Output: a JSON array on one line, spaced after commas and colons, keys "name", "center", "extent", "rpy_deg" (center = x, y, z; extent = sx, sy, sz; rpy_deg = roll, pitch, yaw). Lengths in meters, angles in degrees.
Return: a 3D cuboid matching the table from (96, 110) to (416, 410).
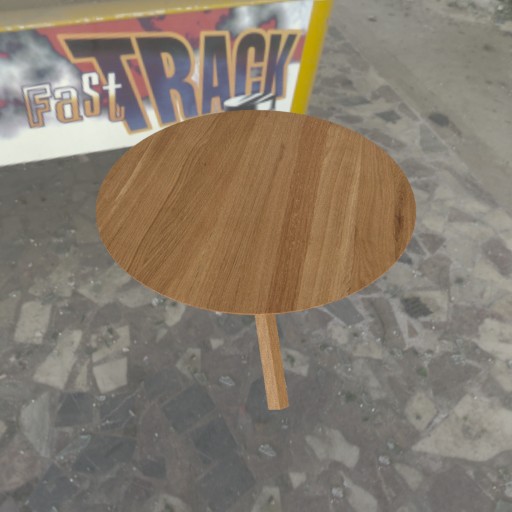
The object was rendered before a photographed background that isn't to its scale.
[{"name": "table", "center": [0.000, 0.000, 1.719], "extent": [1.038, 0.666, 1.038], "rpy_deg": [0, 46, 0]}]
